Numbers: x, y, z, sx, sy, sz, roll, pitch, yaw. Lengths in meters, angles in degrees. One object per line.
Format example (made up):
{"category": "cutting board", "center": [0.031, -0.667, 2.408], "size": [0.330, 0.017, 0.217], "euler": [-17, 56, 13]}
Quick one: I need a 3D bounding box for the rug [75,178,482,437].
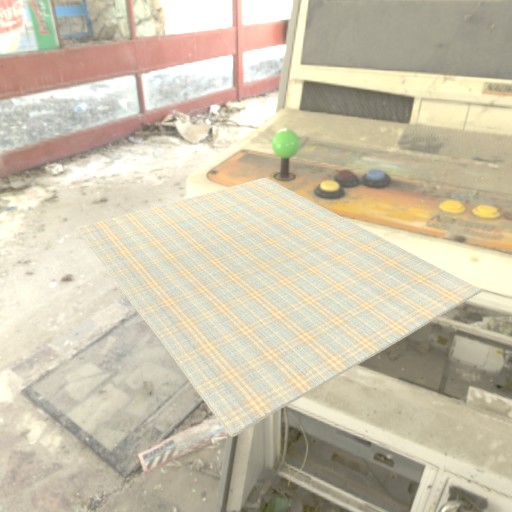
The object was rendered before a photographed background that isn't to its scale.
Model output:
{"category": "rug", "center": [0.000, 0.000, 4.145], "size": [2.462, 0.030, 3.066], "euler": [-20, 37, -29]}
